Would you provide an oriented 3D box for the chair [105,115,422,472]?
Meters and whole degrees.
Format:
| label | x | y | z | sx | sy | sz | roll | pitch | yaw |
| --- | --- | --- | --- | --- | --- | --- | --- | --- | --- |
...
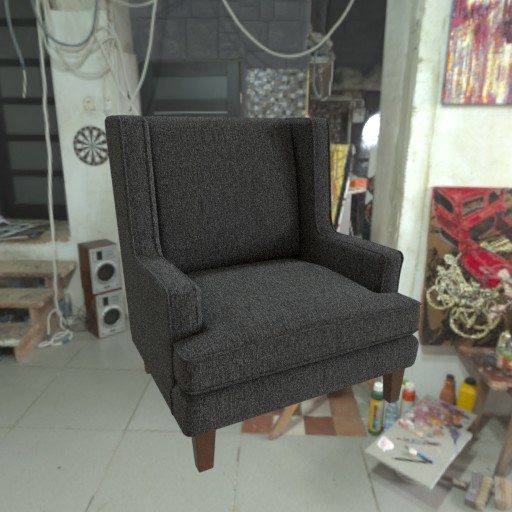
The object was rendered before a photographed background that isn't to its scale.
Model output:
| label | x | y | z | sx | sy | sz | roll | pitch | yaw |
| --- | --- | --- | --- | --- | --- | --- | --- | --- | --- |
| chair | 0.000 | 0.000 | 1.777 | 0.942 | 1.082 | 0.927 | -8 | 18 | -26 |
